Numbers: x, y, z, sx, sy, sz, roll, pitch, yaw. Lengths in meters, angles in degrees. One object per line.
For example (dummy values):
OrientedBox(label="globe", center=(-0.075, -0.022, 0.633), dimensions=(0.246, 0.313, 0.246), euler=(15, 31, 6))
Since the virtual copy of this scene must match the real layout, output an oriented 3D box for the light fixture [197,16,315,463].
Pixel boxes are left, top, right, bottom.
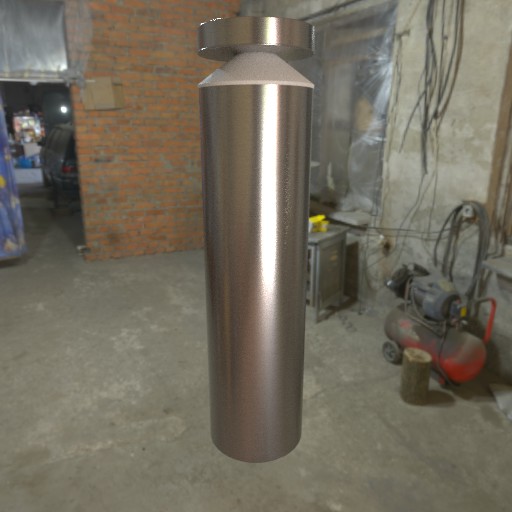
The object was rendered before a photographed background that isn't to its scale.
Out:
OrientedBox(label="light fixture", center=(0.000, 0.000, 0.433), dimensions=(0.102, 0.400, 0.102), euler=(8, 18, 26))
